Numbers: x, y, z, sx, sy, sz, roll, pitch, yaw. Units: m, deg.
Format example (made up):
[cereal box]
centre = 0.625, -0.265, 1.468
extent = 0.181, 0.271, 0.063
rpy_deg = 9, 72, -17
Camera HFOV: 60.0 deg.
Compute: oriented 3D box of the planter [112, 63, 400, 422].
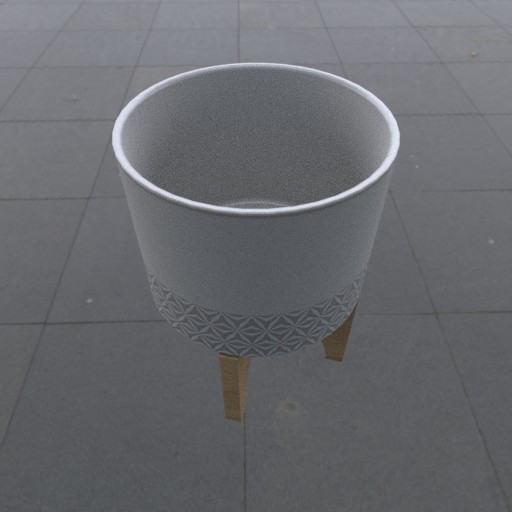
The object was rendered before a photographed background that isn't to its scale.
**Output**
[planter]
centre = 0.000, 0.000, 0.390
extent = 0.188, 0.260, 0.188
rpy_deg = 0, 46, 0
